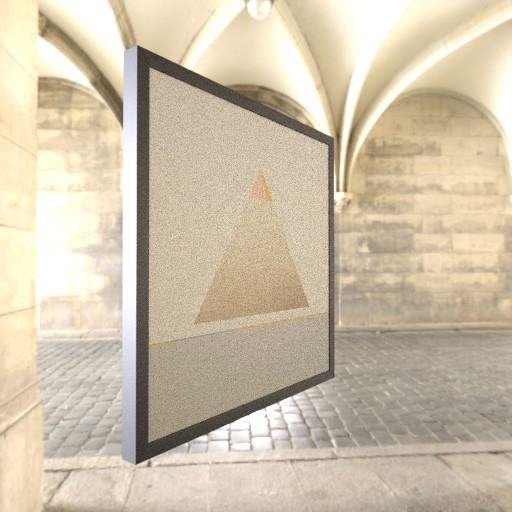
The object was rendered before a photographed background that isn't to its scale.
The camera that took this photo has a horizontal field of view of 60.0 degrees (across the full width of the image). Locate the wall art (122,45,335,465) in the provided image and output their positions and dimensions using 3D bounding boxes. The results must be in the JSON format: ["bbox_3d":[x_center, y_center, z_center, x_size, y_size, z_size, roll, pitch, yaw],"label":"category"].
[{"bbox_3d":[0.000,0.000,1.125,0.042,0.766,0.769,-1,-1,37],"label":"wall art"}]
